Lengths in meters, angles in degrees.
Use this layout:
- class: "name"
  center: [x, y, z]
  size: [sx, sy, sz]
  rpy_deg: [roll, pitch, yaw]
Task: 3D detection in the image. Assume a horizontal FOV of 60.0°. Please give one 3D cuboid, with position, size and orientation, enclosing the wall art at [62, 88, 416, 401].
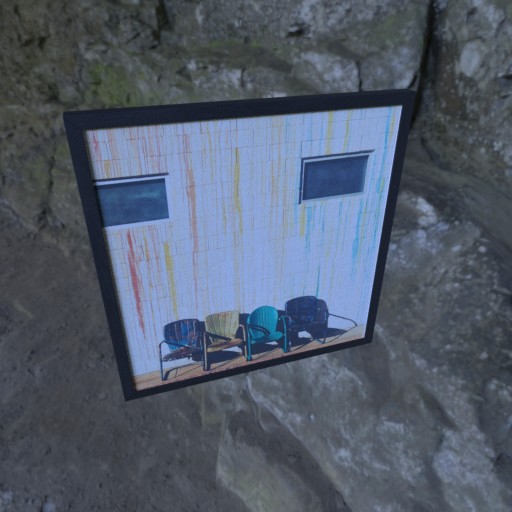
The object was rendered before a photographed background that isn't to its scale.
- class: "wall art"
  center: [0.000, 0.000, 1.128]
  size: [0.763, 0.763, 0.039]
  rpy_deg: [-9, 32, -15]
